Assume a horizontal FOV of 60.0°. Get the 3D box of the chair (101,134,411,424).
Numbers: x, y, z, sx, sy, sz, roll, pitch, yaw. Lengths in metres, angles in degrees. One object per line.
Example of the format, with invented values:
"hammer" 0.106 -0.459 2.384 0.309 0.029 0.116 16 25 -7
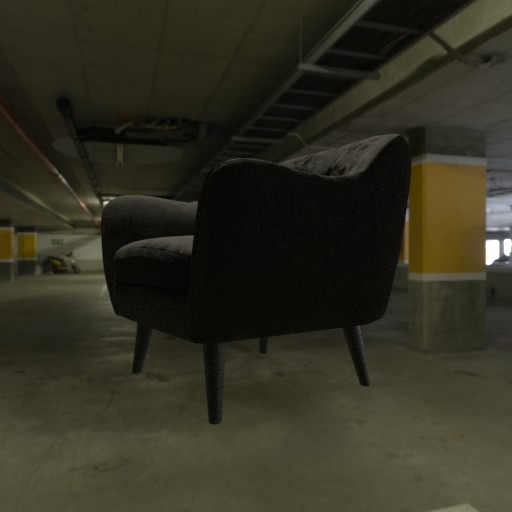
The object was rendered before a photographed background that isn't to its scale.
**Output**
"chair" 0.000 0.000 1.482 0.819 0.807 0.840 0 0 -35
